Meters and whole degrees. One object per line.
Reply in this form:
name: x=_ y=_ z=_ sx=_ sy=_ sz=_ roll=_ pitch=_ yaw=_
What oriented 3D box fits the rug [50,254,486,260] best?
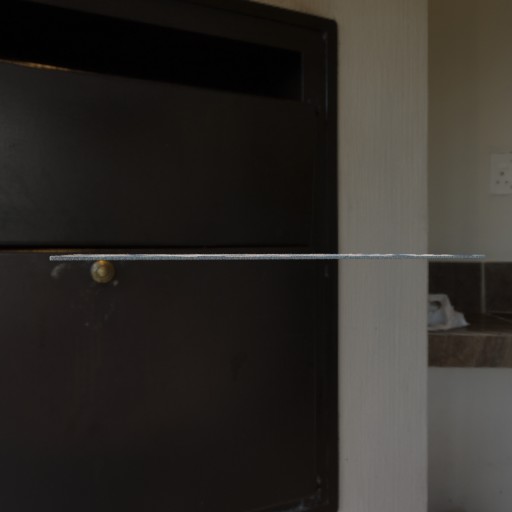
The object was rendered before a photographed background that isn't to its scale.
rug: x=0.000 y=0.000 z=2.334 sx=1.829 sy=0.014 sz=1.235 roll=0 pitch=1 yaw=-18
